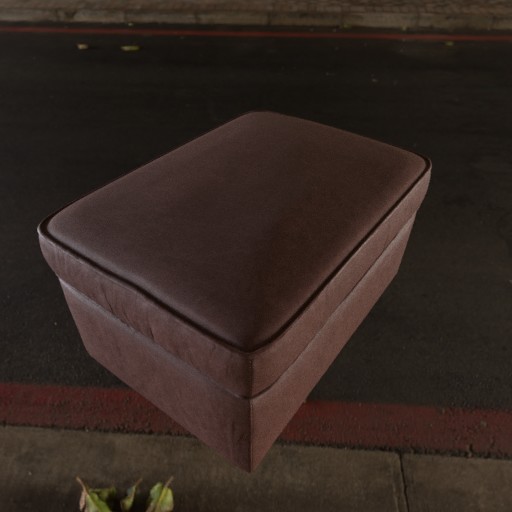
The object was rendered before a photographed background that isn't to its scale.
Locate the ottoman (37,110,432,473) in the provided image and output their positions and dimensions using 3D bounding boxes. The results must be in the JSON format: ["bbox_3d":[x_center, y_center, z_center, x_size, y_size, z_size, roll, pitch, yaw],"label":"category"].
[{"bbox_3d":[0.000,0.000,1.055,0.548,0.449,0.749,25,46,27],"label":"ottoman"}]
